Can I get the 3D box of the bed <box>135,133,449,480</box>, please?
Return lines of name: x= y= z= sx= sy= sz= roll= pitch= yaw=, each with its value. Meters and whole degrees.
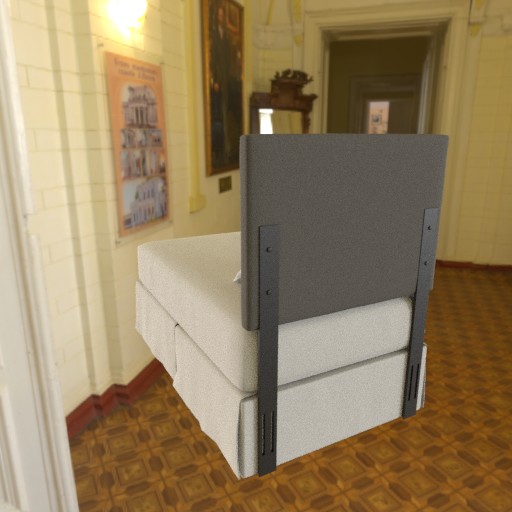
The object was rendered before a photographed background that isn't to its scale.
bed: x=0.000 y=0.000 z=2.967 sx=1.261 sy=1.571 sz=1.997 roll=-8 pitch=17 yaw=-27
